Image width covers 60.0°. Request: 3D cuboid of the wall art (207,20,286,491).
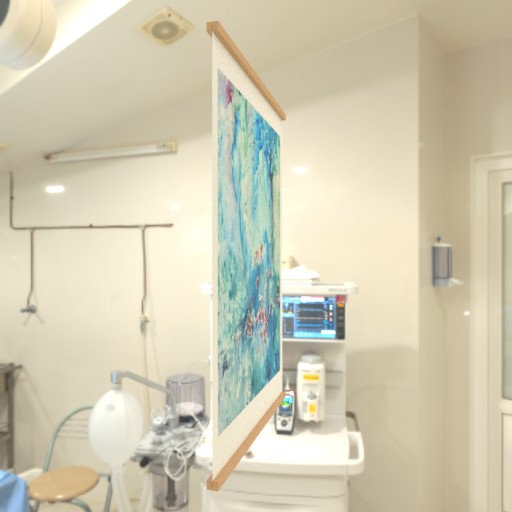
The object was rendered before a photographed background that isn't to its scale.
[{"bbox_3d":[0.000,0.000,0.643,0.013,0.510,0.335,0,0,16],"label":"wall art"}]
